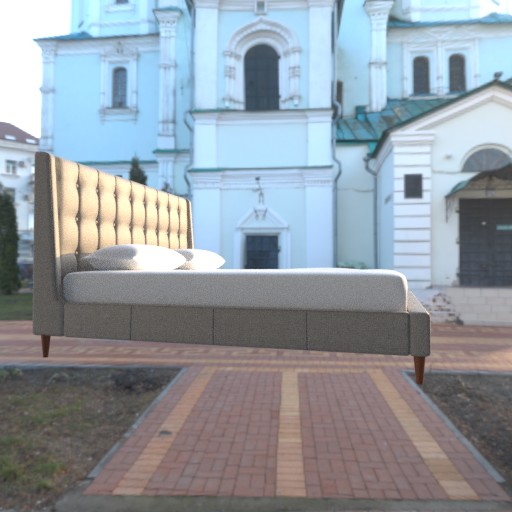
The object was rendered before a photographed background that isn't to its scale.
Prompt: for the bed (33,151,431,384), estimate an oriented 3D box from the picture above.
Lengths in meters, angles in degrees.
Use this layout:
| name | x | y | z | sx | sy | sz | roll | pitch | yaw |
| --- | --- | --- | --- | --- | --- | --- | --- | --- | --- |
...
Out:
| name | x | y | z | sx | sy | sz | roll | pitch | yaw |
| --- | --- | --- | --- | --- | --- | --- | --- | --- | --- |
| bed | 0.000 | 0.000 | 3.413 | 2.342 | 1.289 | 2.062 | 0 | -1 | 17 |
